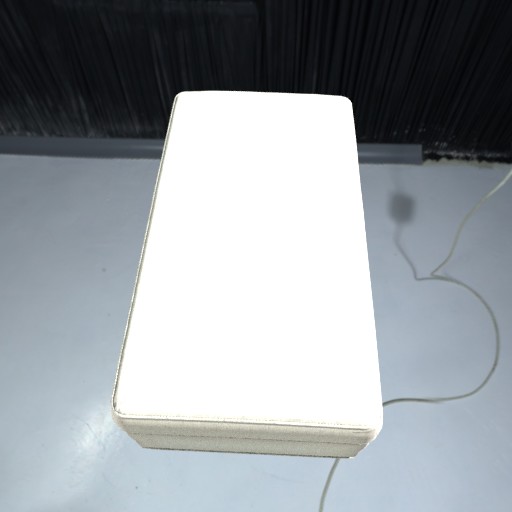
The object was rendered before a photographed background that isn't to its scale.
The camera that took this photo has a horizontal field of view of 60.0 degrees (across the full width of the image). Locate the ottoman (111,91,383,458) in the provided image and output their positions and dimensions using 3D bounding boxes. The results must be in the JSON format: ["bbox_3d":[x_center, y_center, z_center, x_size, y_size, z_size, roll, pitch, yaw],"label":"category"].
[{"bbox_3d":[0.000,0.000,1.383,0.617,0.448,1.097,2,58,1],"label":"ottoman"}]
